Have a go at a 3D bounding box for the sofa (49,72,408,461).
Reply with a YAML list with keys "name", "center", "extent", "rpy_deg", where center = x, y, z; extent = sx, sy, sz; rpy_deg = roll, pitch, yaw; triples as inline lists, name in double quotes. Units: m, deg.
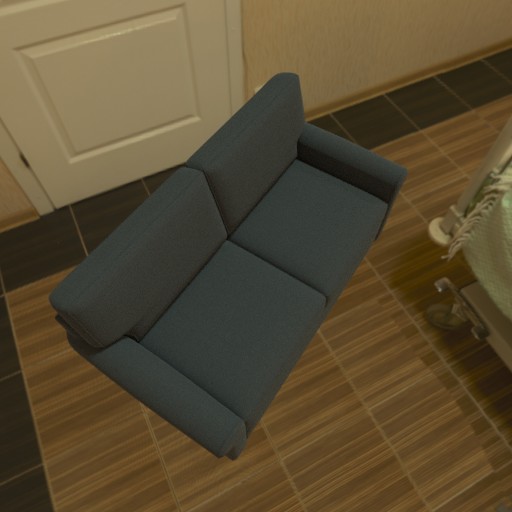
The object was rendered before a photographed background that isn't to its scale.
- name: "sofa"
  center: [0.000, 0.000, 2.471]
  extent: [0.940, 1.020, 1.930]
  rpy_deg: [30, 62, 17]
